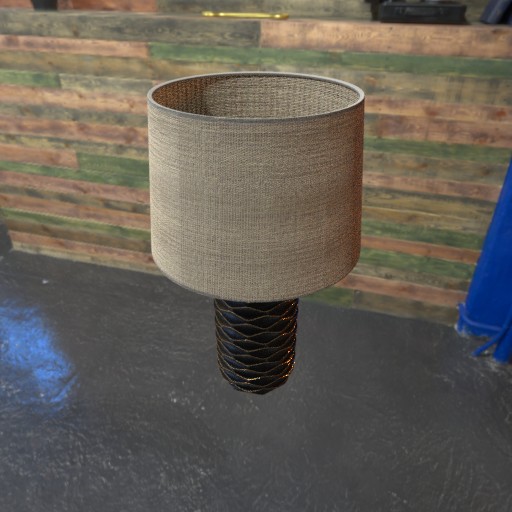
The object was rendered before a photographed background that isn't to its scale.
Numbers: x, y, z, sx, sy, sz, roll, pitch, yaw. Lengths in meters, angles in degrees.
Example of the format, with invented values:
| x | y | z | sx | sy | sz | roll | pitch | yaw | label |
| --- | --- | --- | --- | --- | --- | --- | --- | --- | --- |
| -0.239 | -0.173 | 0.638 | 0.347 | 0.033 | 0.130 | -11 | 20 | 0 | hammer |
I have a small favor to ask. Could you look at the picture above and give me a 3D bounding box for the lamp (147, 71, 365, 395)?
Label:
| x | y | z | sx | sy | sz | roll | pitch | yaw | label |
| --- | --- | --- | --- | --- | --- | --- | --- | --- | --- |
| 0.000 | 0.000 | 0.832 | 0.376 | 0.594 | 0.376 | 0 | 32 | 0 | lamp |
